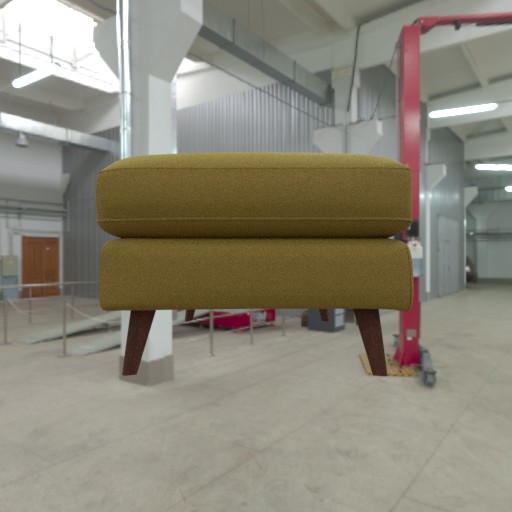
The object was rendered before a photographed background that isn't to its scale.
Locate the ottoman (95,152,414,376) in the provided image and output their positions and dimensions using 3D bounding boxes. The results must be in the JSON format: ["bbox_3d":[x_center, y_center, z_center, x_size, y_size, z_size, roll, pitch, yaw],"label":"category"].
[{"bbox_3d":[0.000,0.000,1.189,0.608,0.449,0.811,0,0,1],"label":"ottoman"}]
